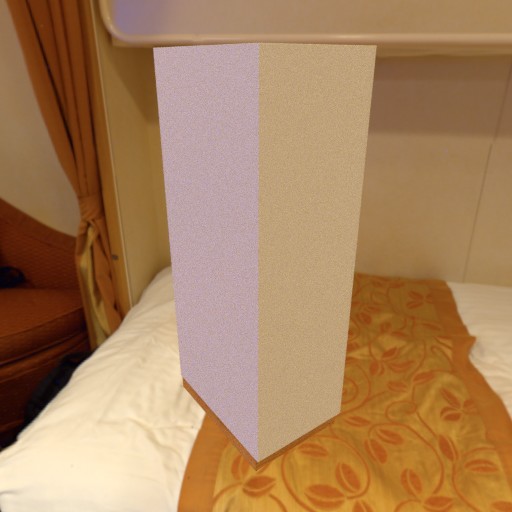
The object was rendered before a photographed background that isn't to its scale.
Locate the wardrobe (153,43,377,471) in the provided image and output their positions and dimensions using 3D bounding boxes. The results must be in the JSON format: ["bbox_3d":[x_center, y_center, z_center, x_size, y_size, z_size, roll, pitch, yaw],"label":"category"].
[{"bbox_3d":[0.000,0.000,2.391,0.600,2.040,0.860,-16,29,-32],"label":"wardrobe"}]
